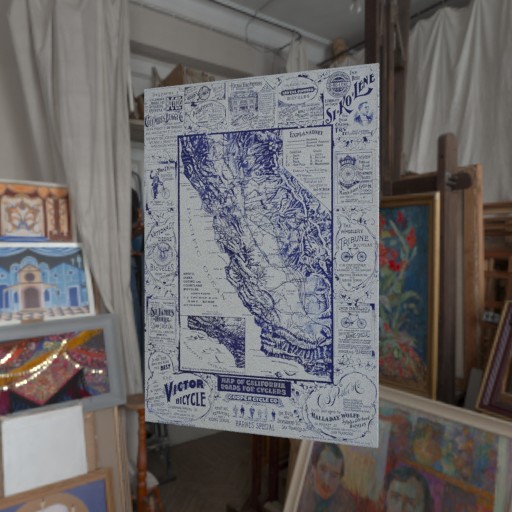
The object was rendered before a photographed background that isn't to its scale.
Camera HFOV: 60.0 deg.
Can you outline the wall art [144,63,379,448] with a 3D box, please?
[{"bbox_3d":[0.000,0.000,0.478,0.255,0.376,0.025,0,1,16],"label":"wall art"}]
